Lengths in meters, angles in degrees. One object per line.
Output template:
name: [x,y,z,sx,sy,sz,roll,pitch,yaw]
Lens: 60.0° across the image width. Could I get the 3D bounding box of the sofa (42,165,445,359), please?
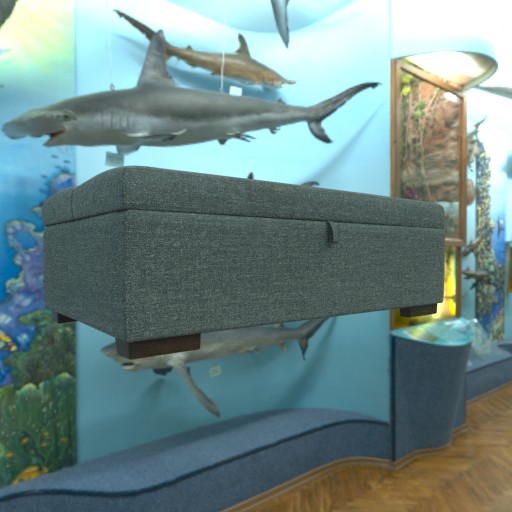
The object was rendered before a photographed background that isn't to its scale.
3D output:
sofa: [0.000,0.000,1.534,1.198,0.417,0.782,0,0,-37]
